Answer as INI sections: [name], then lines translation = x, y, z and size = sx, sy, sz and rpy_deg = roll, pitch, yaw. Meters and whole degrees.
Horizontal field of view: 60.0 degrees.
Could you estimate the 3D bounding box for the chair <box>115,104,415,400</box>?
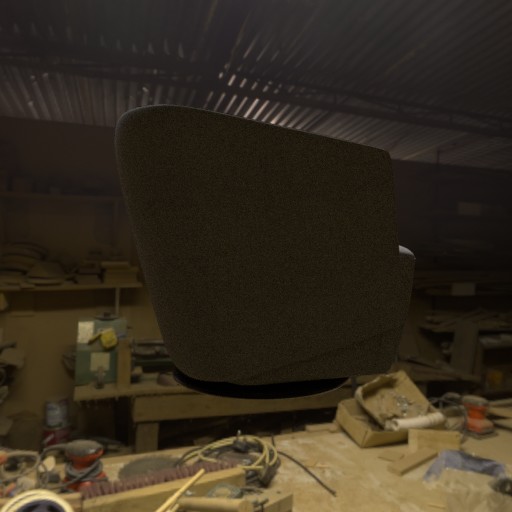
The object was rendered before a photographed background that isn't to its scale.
[chair]
translation = 0.000, 0.000, 1.617
size = 0.986, 0.861, 0.822
rpy_deg = 0, -1, -19
